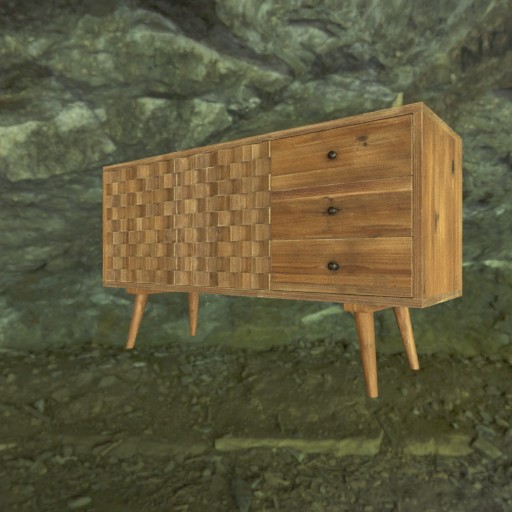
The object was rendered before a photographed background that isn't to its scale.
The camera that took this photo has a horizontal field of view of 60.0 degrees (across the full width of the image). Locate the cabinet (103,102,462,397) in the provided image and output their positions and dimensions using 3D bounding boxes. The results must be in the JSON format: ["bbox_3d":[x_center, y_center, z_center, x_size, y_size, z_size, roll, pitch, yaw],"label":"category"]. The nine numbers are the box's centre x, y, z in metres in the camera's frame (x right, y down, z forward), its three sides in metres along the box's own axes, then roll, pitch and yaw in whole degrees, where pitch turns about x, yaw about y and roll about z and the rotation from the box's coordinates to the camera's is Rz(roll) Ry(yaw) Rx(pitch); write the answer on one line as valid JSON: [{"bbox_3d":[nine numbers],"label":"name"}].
[{"bbox_3d":[0.000,0.000,1.740,1.400,0.800,0.472,0,0,37],"label":"cabinet"}]
